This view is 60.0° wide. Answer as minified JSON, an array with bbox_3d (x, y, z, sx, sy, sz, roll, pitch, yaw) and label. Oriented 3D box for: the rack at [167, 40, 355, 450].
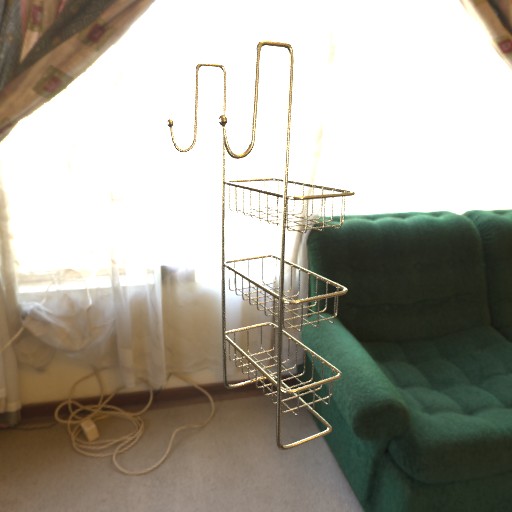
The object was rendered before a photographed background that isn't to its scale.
[{"bbox_3d":[0.000,0.000,0.688,0.202,0.574,0.228,-8,18,-27],"label":"rack"}]
